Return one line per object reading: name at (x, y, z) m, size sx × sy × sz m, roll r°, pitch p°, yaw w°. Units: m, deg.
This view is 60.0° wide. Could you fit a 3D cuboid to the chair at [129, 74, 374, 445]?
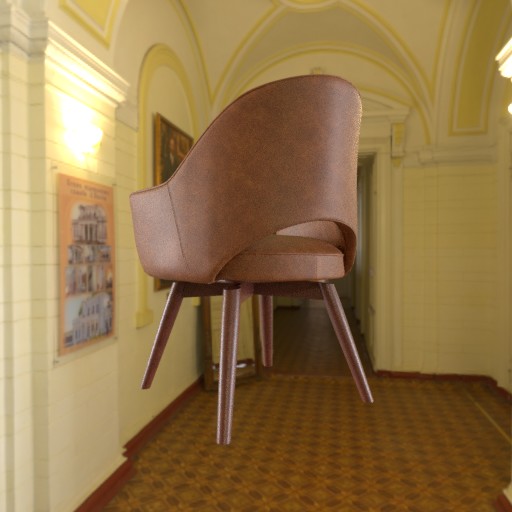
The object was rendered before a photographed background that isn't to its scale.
chair at (0.000, 0.000, 1.219) m, size 0.591 × 0.777 × 0.640 m, roll 0°, pitch 1°, yaw -35°
